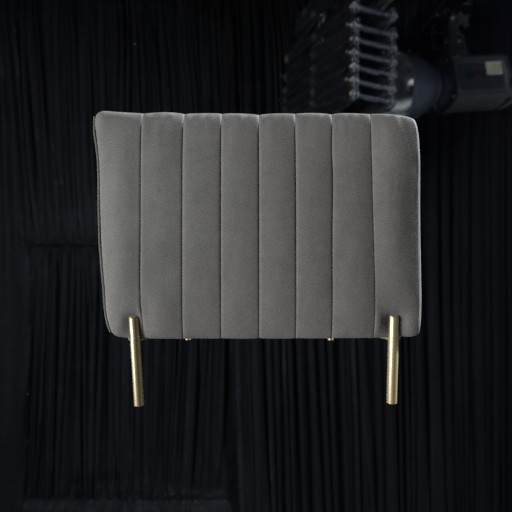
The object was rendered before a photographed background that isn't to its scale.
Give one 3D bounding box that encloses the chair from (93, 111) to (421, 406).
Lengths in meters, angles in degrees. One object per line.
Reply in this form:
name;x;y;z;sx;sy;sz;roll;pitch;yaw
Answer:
chair;0.000;0.000;1.611;0.873;0.779;0.981;0;0;-1
